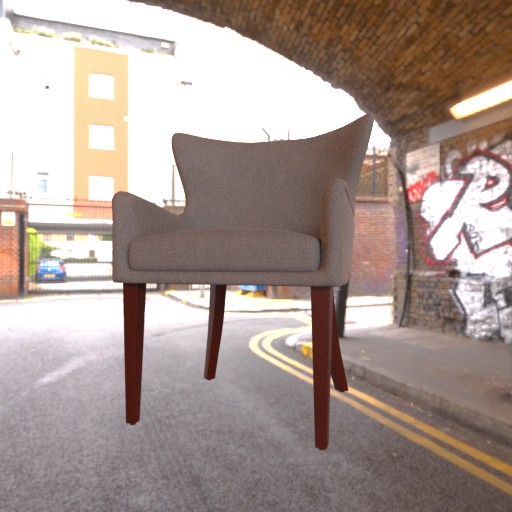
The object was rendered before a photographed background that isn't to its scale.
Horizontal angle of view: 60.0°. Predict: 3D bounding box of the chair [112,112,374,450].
[{"bbox_3d":[0.000,0.000,1.435,0.732,0.948,0.677,0,-1,18],"label":"chair"}]
